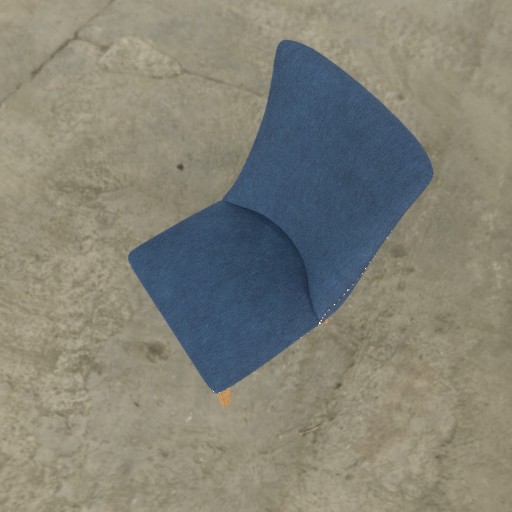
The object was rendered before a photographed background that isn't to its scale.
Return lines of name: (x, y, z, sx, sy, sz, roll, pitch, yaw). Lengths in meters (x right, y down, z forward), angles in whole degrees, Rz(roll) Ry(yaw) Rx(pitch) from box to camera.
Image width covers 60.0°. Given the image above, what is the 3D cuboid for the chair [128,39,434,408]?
chair: (0.000, 0.000, 1.258, 0.610, 0.902, 0.495, -32, 68, -15)
